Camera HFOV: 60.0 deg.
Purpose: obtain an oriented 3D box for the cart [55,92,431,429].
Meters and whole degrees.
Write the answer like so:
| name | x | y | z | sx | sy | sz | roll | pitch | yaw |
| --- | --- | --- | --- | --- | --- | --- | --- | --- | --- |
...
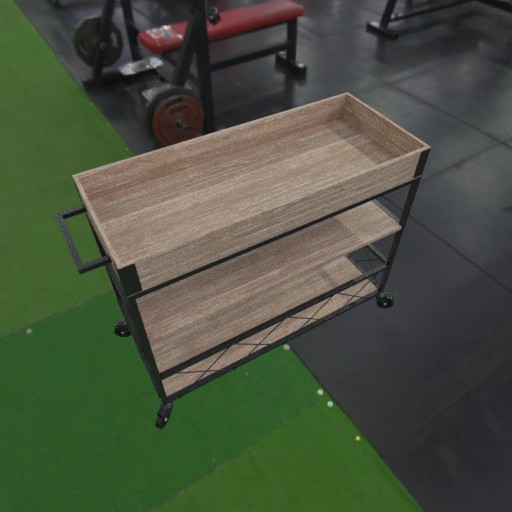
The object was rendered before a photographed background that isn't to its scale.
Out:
| name | x | y | z | sx | sy | sz | roll | pitch | yaw |
| --- | --- | --- | --- | --- | --- | --- | --- | --- | --- |
| cart | 0.000 | 0.000 | 1.554 | 1.101 | 0.787 | 0.500 | -23 | 51 | -20 |
